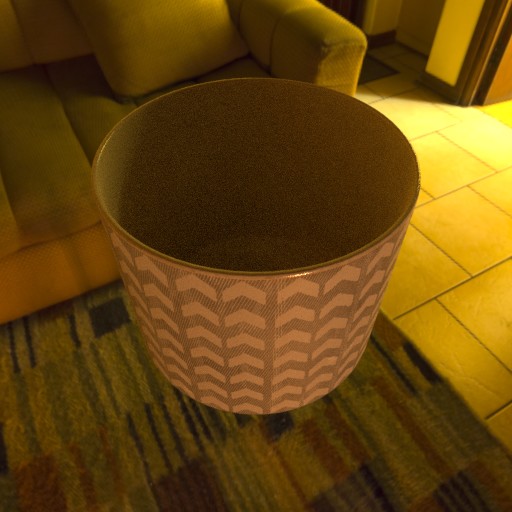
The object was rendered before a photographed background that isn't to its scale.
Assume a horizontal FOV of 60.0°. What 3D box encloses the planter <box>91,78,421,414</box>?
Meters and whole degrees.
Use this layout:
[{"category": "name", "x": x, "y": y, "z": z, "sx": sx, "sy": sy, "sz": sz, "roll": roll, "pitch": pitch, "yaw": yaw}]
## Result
[{"category": "planter", "x": 0.000, "y": 0.000, "z": 0.433, "sx": 0.250, "sy": 0.239, "sz": 0.250, "roll": 0, "pitch": 48, "yaw": 0}]
